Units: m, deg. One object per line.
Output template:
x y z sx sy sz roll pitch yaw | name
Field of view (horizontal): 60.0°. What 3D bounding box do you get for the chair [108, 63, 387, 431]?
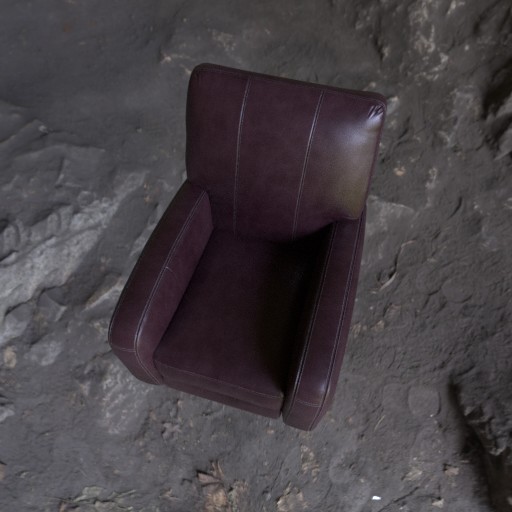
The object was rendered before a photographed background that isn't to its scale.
0.000 0.000 1.636 0.762 0.990 0.990 14 59 9 | chair
